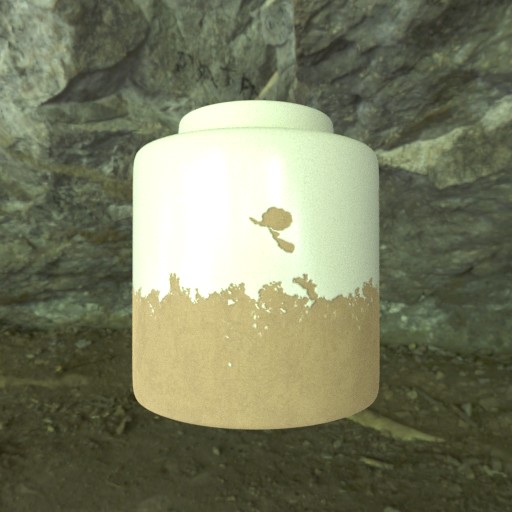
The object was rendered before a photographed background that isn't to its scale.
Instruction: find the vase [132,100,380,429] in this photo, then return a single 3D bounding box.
[{"bbox_3d":[0.000,0.000,0.285,0.153,0.167,0.153,0,-1,0],"label":"vase"}]
